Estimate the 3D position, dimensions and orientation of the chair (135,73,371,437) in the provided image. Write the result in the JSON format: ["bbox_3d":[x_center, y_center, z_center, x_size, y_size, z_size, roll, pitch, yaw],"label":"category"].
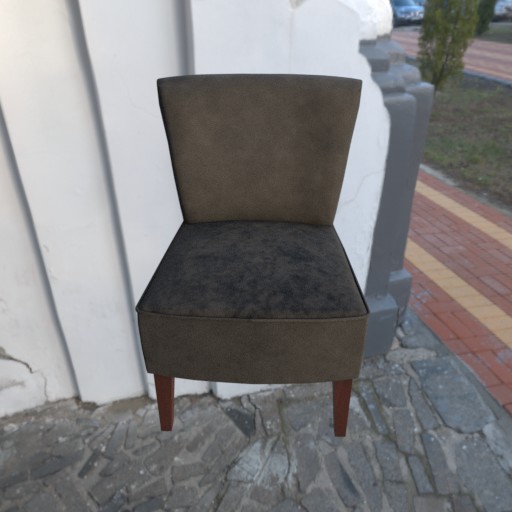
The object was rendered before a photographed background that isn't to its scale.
[{"bbox_3d":[0.000,0.000,1.139,0.521,0.806,0.554,1,31,2],"label":"chair"}]
